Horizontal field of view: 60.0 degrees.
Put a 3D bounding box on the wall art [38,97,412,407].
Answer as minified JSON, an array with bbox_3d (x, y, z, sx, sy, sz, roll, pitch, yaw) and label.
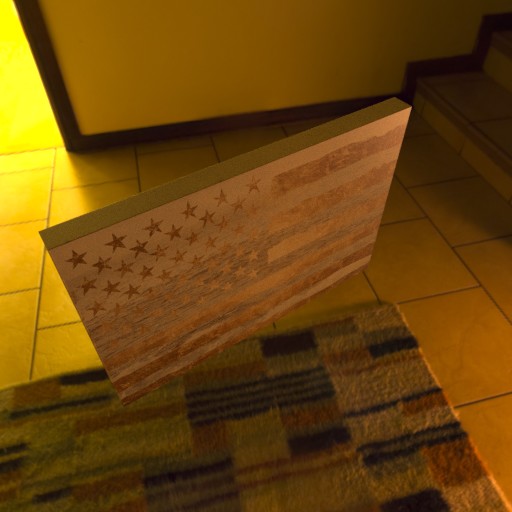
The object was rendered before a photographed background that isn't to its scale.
[{"bbox_3d":[0.000,0.000,0.786,0.606,0.407,0.041,-26,52,-23],"label":"wall art"}]
